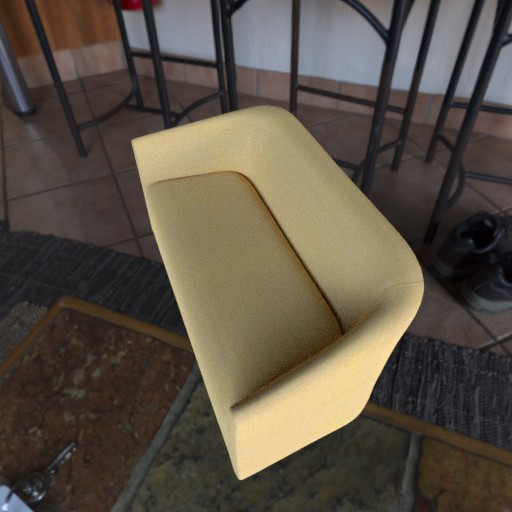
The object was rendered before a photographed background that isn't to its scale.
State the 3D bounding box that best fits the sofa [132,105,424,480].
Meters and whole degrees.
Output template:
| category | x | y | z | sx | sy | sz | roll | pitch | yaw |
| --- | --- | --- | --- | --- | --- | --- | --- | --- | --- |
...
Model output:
| category | x | y | z | sx | sy | sz | roll | pitch | yaw |
| --- | --- | --- | --- | --- | --- | --- | --- | --- | --- |
| sofa | 0.000 | 0.000 | 1.849 | 0.705 | 0.721 | 1.452 | -16 | 48 | -15 |
